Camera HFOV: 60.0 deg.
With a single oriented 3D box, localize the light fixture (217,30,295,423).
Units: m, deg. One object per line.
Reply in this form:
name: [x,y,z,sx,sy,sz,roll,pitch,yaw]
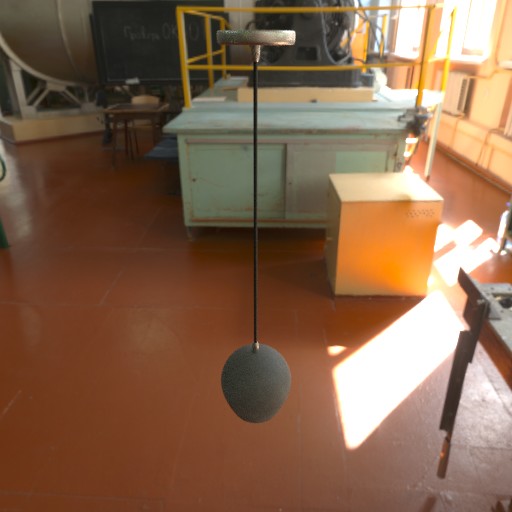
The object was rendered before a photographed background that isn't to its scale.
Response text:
light fixture: [0.000,0.000,0.839,0.153,0.760,0.153,19,32,33]
